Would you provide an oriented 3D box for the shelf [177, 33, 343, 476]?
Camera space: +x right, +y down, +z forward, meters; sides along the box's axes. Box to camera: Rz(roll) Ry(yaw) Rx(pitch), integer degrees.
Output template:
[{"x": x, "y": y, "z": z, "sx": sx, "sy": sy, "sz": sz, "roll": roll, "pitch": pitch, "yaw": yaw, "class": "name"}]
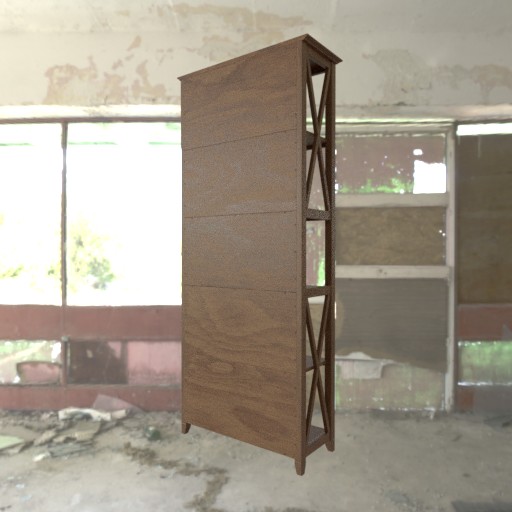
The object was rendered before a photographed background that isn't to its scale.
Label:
[{"x": 0.000, "y": 0.000, "z": 2.273, "sx": 0.805, "sy": 1.905, "sz": 0.335, "roll": 1, "pitch": 1, "yaw": 37, "class": "shelf"}]
